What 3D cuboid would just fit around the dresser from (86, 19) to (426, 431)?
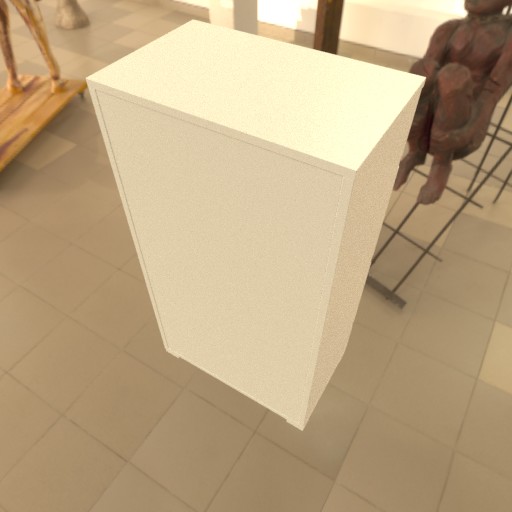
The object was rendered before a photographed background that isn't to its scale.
[{"bbox_3d":[0.000,0.000,1.433,0.650,1.190,0.400,24,52,20],"label":"dresser"}]
